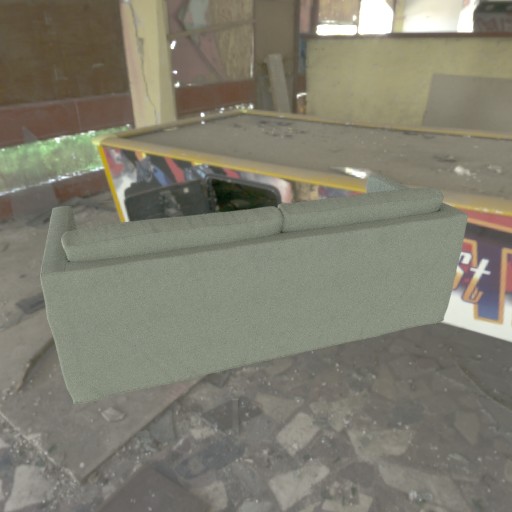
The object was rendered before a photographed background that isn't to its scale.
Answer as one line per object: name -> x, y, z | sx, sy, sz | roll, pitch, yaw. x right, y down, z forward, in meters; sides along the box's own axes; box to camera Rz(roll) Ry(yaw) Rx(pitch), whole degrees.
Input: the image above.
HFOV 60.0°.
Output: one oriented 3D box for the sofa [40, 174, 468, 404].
sofa -> 0.000, 0.000, 2.732 | 2.312, 0.853, 0.962 | -9, 27, -17
